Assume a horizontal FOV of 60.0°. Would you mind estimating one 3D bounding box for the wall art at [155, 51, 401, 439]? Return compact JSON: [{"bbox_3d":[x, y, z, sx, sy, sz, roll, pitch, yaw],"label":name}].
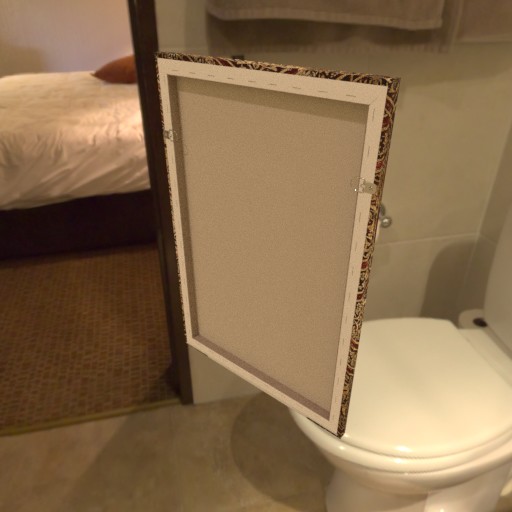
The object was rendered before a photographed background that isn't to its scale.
[{"bbox_3d":[0.000,0.000,0.744,0.397,0.599,0.020,23,38,33],"label":"wall art"}]
